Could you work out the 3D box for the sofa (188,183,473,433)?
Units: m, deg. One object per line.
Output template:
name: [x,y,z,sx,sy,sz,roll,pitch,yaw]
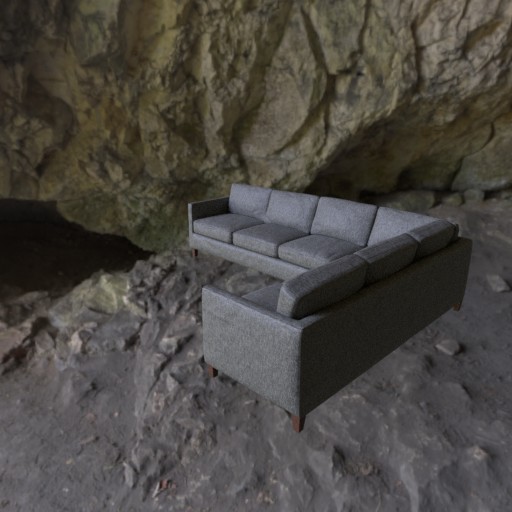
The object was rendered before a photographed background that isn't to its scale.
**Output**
sofa: [0.000,0.000,4.495,2.593,0.947,3.302,-18,26,-42]
